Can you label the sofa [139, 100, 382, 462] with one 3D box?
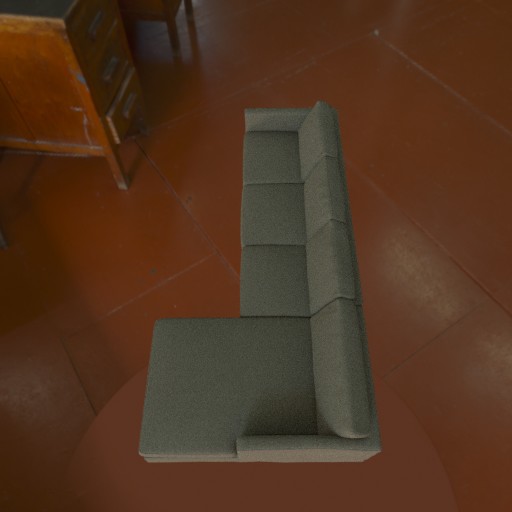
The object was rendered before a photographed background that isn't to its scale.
[{"bbox_3d":[0.000,0.000,3.823,1.625,0.861,3.186,0,59,0],"label":"sofa"}]
